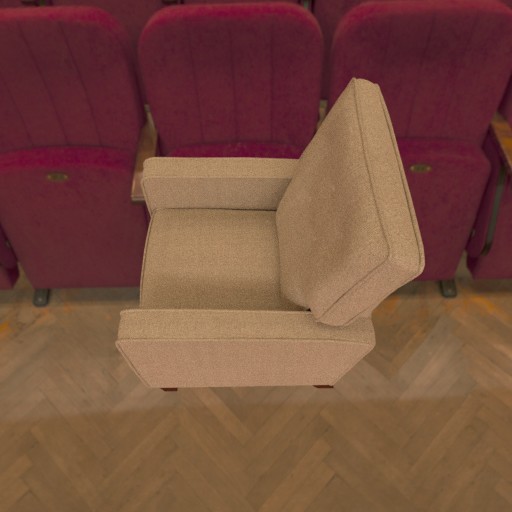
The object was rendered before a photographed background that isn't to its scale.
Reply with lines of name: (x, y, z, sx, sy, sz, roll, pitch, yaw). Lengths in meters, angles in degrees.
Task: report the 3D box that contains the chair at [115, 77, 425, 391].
chair: (0.000, 0.000, 1.387, 0.754, 0.888, 0.648, -1, 58, -1)
